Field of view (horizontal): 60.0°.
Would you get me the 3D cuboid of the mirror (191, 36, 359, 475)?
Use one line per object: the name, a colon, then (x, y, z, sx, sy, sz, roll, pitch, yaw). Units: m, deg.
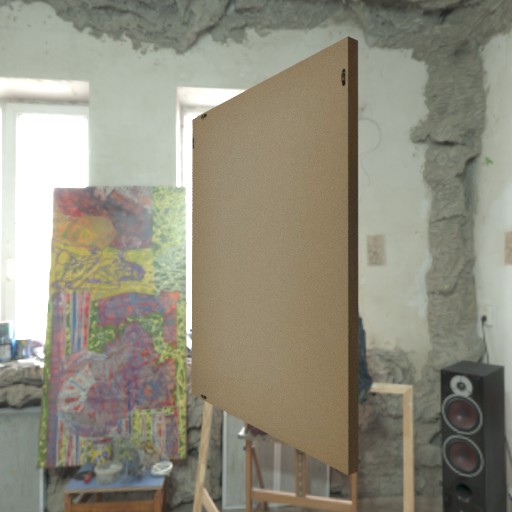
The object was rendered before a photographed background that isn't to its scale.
mirror: (0.000, 0.000, 1.341, 0.040, 1.016, 0.762, 0, 0, -36)
